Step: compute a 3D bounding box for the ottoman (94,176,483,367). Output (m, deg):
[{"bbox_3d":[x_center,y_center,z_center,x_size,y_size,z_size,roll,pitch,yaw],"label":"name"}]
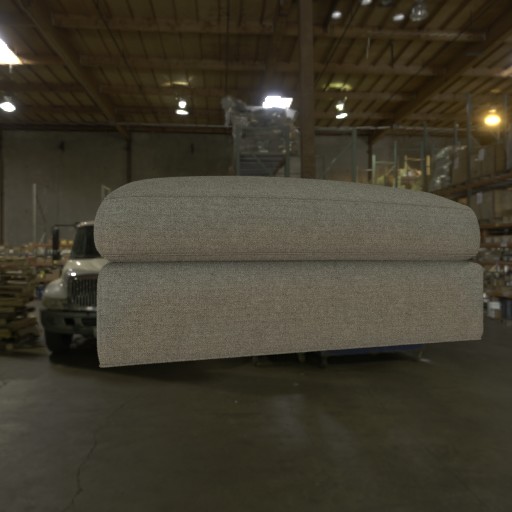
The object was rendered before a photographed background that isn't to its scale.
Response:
[{"bbox_3d":[0.000,0.000,1.567,1.041,0.470,1.041,0,0,-18],"label":"ottoman"}]
